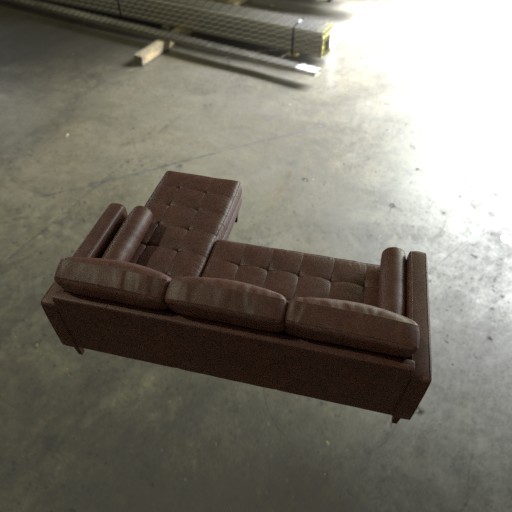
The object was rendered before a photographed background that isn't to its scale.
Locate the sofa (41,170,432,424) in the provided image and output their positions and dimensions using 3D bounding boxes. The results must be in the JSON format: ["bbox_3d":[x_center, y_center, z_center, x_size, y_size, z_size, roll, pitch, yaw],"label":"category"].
[{"bbox_3d":[0.000,0.000,2.999,2.185,0.841,1.613,10,47,9],"label":"sofa"}]
